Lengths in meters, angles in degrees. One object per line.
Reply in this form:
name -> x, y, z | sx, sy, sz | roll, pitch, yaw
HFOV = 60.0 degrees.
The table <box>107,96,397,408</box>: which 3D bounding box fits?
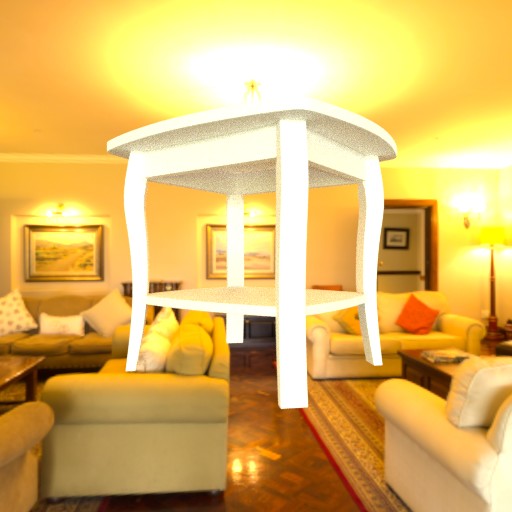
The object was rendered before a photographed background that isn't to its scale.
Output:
table -> 0.000, 0.000, 0.885 | 0.502, 0.438, 0.451 | 0, 0, 36
